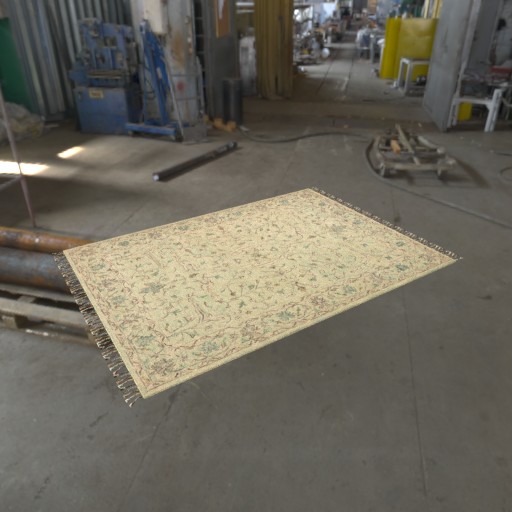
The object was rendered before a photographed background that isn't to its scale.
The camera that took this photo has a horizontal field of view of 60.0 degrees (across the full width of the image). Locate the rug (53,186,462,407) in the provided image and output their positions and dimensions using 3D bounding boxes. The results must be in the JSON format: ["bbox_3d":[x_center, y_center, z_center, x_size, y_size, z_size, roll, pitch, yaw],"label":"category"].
[{"bbox_3d":[0.000,0.000,2.342,1.802,0.008,1.247,-18,34,-28],"label":"rug"}]
